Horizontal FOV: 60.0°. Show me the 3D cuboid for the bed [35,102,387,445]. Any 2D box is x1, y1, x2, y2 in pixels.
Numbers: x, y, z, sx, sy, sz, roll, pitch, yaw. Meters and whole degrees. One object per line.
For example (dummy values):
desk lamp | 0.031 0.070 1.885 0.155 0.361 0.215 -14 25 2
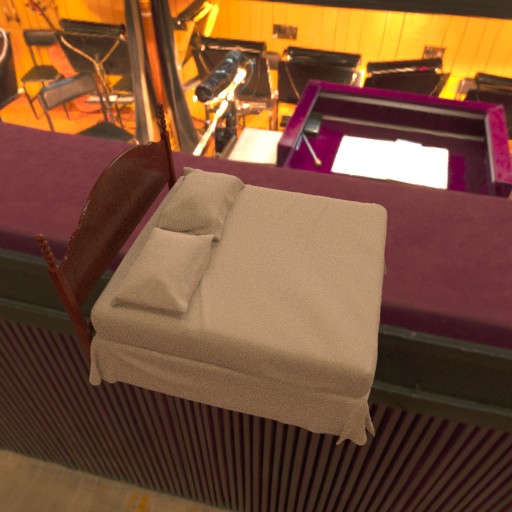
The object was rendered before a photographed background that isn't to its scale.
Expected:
bed | 0.000 0.000 3.209 2.040 1.356 1.873 10 45 10
